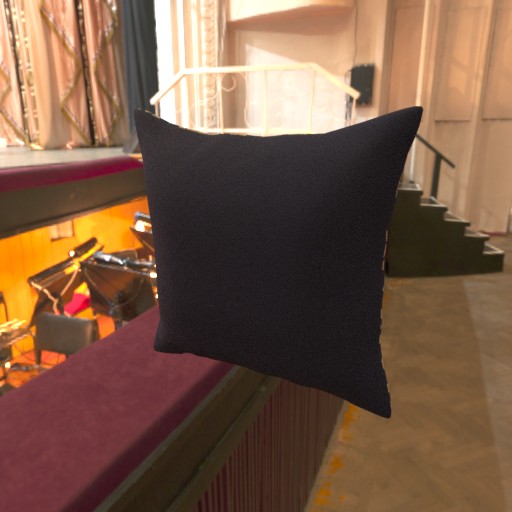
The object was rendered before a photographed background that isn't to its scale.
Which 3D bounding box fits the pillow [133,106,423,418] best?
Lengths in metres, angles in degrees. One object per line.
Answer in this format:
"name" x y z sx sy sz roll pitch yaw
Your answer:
"pillow" 0.000 0.000 0.774 0.504 0.494 0.188 9 19 26
